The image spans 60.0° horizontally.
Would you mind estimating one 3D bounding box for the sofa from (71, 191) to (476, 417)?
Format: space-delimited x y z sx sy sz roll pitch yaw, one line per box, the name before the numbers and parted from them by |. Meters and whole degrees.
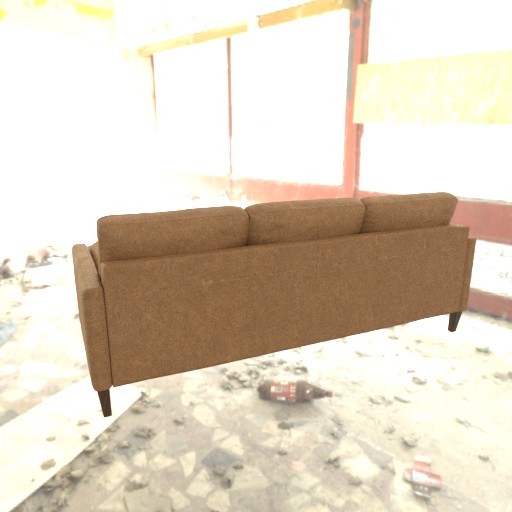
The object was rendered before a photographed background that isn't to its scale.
sofa | 0.000 0.000 2.851 2.178 0.876 1.506 -7 17 -24
